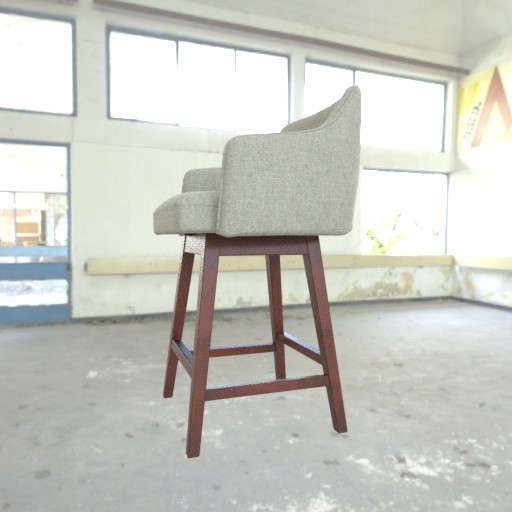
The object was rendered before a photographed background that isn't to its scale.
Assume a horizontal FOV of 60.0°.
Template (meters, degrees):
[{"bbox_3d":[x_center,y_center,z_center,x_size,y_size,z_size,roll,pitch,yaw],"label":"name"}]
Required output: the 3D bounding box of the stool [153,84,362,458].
[{"bbox_3d":[0.000,0.000,1.332,0.558,0.944,0.599,-1,2,-19],"label":"stool"}]
